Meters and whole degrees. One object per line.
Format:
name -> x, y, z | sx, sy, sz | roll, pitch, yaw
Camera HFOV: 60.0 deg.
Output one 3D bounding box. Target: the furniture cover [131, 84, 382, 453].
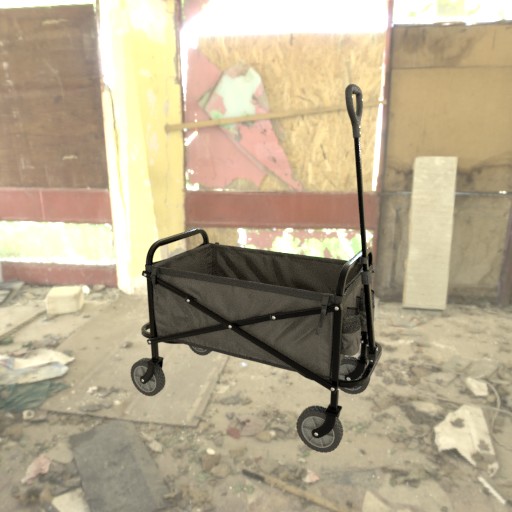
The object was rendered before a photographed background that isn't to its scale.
furniture cover -> 0.000, 0.000, 1.831 | 1.038, 1.295, 0.532 | 8, 17, 26
